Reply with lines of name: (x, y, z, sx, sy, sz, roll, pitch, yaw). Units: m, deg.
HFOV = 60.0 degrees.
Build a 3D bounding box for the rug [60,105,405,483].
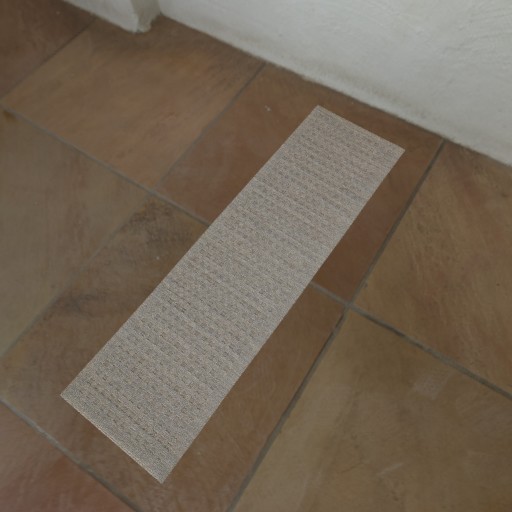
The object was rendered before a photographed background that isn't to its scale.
rug: (0.000, 0.000, 2.594, 0.688, 0.005, 2.437, 33, 68, 15)
